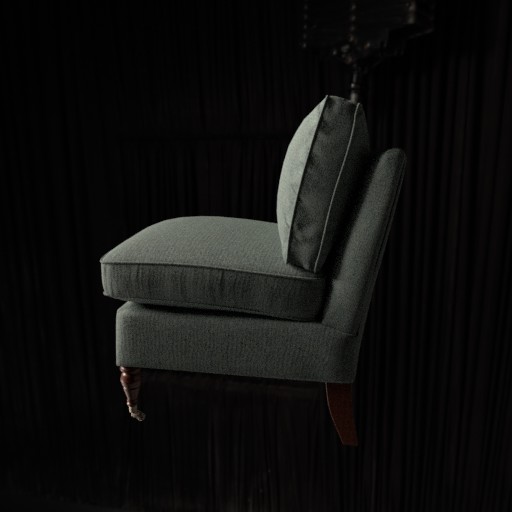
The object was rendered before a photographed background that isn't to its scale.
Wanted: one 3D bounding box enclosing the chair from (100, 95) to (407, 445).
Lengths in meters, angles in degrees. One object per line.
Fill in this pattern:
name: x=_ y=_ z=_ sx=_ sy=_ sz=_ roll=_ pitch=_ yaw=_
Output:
chair: x=0.000 y=0.000 z=1.421 sx=0.796 sy=0.901 sz=0.624 roll=2 pitch=13 yaw=9
